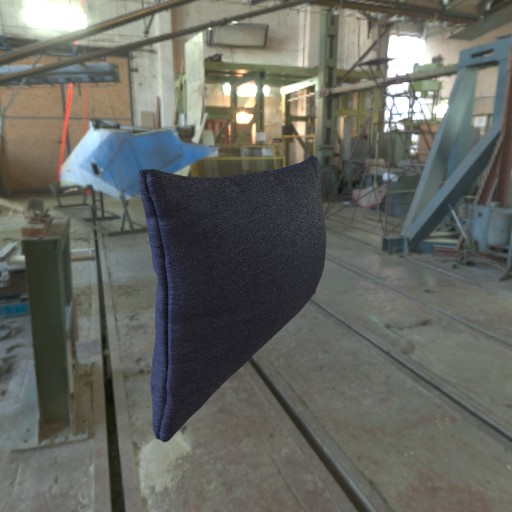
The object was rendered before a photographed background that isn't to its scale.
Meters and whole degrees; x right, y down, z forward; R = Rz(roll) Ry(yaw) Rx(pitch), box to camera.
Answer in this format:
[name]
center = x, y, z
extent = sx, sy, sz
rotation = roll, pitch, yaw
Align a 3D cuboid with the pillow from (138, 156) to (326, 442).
[pillow]
center = 0.000, 0.000, 0.797
extent = 0.210, 0.338, 0.633
rotation = 6, 16, 24
